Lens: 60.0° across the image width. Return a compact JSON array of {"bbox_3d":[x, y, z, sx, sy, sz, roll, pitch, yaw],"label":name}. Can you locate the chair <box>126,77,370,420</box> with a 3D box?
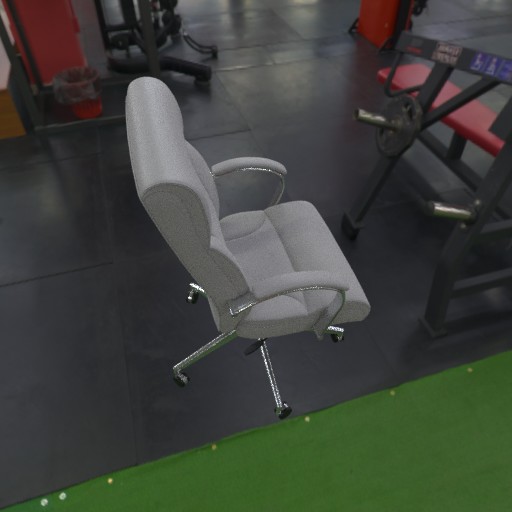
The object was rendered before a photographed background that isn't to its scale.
[{"bbox_3d":[0.000,0.000,1.556,0.745,1.099,0.727,-11,46,-10],"label":"chair"}]
